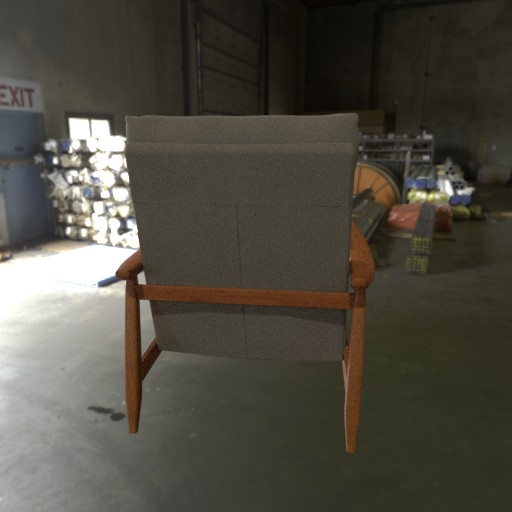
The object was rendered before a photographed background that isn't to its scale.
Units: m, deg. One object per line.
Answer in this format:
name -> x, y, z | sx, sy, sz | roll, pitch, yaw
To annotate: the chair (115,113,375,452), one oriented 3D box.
chair -> 0.000, 0.000, 1.558 | 0.782, 0.922, 0.816 | 2, 15, 7
